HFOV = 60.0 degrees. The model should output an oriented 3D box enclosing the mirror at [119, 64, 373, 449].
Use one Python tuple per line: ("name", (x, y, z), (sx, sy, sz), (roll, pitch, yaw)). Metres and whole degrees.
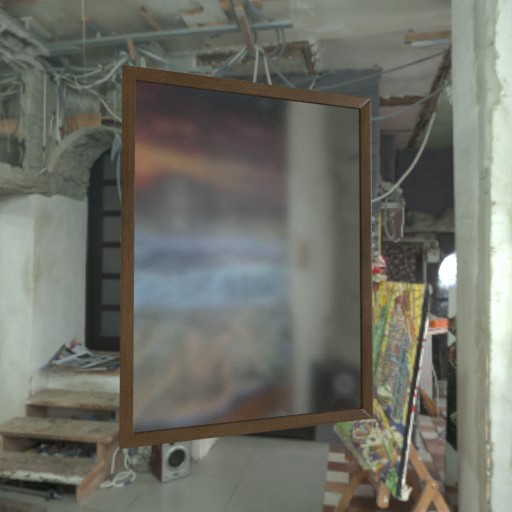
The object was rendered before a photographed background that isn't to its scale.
("mirror", (0.000, 0.000, 1.306), (0.762, 1.016, 0.040), (0, -2, -18))
